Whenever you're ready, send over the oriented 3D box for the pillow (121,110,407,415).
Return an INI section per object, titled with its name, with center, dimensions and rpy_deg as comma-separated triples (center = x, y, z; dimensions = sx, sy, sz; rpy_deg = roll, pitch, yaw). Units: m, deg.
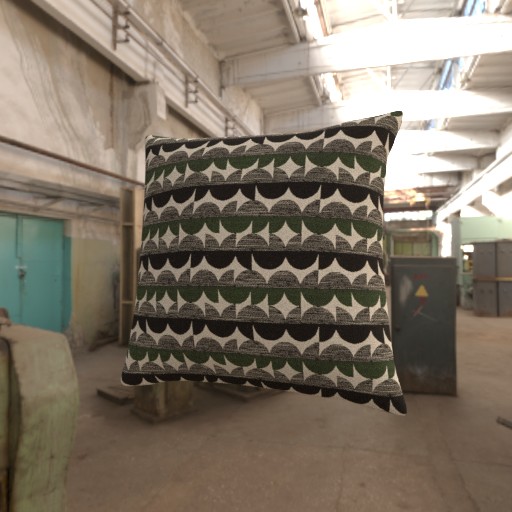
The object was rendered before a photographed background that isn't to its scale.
[pillow]
center = 0.000, 0.000, 0.654
dimensions = 0.419, 0.404, 0.180
rpy_deg = 0, -1, 18
